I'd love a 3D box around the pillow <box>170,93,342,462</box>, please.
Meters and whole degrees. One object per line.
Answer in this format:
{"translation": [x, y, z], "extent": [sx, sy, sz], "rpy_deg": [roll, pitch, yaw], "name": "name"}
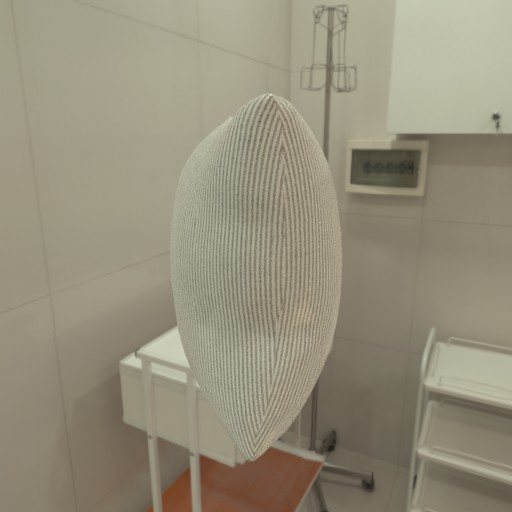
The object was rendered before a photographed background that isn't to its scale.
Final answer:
{"translation": [0.000, 0.000, 0.678], "extent": [0.310, 0.432, 0.387], "rpy_deg": [7, 17, 26], "name": "pillow"}
